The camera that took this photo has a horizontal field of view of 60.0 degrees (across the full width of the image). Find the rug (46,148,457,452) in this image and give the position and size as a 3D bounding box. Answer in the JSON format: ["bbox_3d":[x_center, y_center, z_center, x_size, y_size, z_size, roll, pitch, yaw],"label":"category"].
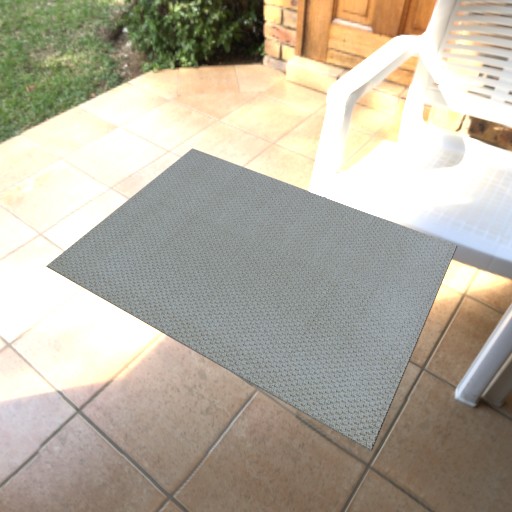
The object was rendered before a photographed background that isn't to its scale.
[{"bbox_3d":[0.000,0.000,2.819,2.144,0.013,1.509,24,52,21],"label":"rug"}]
